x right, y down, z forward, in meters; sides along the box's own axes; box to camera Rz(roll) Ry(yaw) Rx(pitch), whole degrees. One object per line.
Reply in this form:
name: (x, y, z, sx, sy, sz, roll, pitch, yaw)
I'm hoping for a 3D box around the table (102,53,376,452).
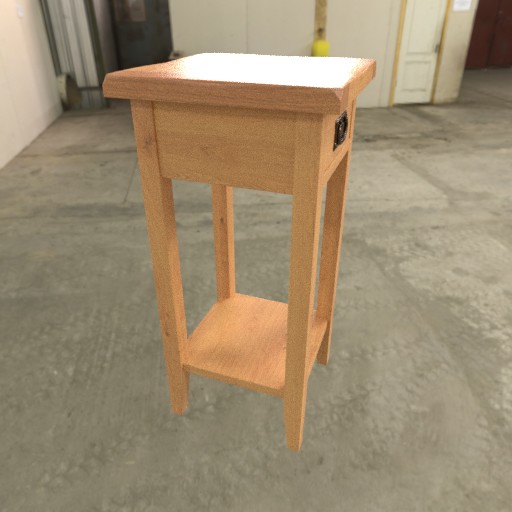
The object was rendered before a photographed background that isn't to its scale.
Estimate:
table: (0.000, 0.000, 0.933, 0.360, 0.740, 0.360, 10, 31, 17)
